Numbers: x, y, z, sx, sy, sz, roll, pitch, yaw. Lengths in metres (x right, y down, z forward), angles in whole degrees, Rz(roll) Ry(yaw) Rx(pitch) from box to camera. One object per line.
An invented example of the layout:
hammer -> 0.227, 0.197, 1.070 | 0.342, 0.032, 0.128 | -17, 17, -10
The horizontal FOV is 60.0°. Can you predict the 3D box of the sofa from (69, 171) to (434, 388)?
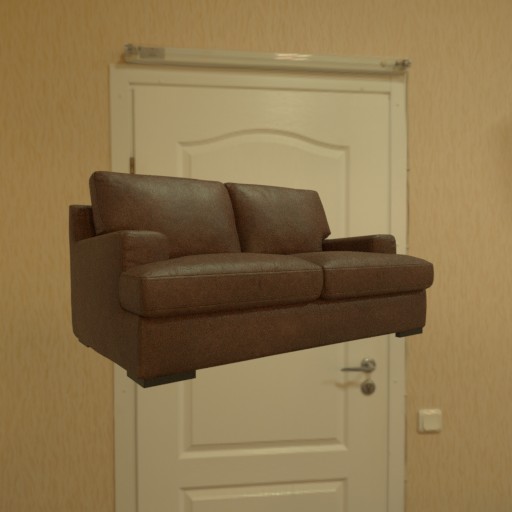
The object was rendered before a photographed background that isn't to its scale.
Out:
sofa -> 0.000, 0.000, 2.569 | 1.880, 0.939, 1.143 | -1, 2, -35
